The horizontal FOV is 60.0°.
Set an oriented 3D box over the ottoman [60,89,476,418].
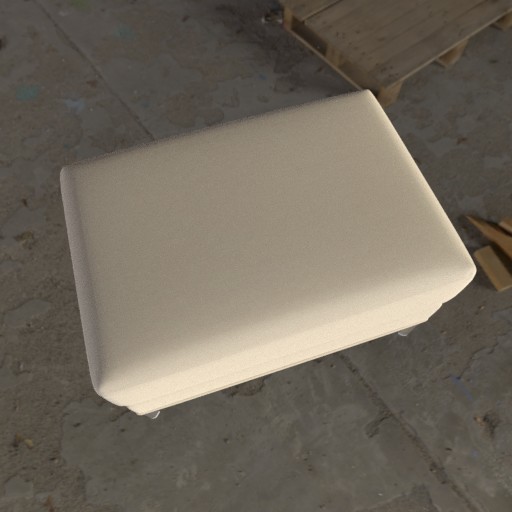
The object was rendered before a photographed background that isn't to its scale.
[{"bbox_3d":[0.000,0.000,1.184,0.835,0.497,0.581,-16,65,-8],"label":"ottoman"}]
